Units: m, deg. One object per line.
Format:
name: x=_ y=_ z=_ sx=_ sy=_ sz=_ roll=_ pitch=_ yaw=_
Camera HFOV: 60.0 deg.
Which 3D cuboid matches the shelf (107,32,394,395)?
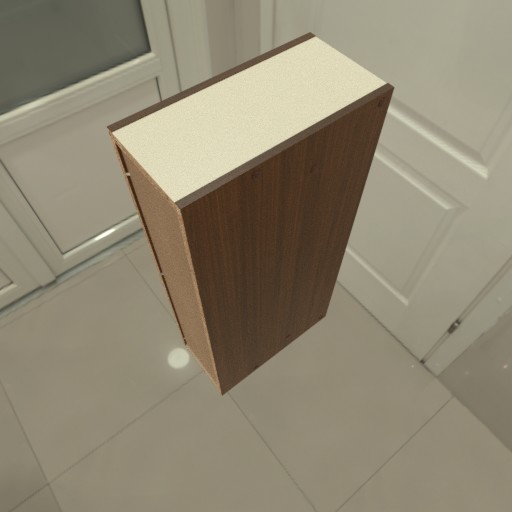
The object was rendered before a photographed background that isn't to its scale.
shelf: x=0.000 y=0.000 z=0.738 sx=0.290 sy=0.600 sz=0.147 roll=-33 pitch=63 yaw=-20
